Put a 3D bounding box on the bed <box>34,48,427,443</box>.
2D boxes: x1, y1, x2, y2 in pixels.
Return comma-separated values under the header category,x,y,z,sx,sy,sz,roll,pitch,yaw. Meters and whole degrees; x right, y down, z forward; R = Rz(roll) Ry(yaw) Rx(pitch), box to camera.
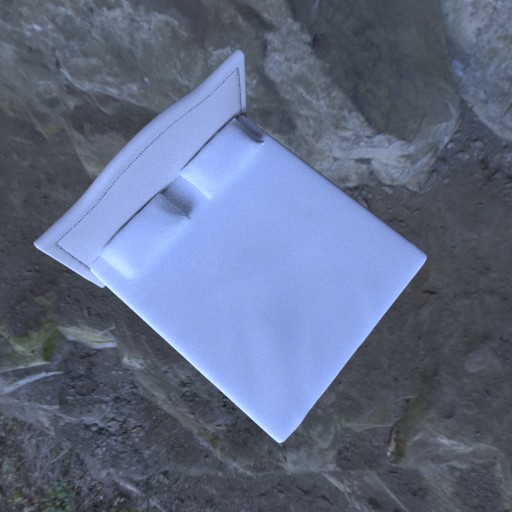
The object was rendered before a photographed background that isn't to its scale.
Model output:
category,x,y,z,sx,sy,sz,roll,pitch,yaw
bed,0.000,0.000,3.557,2.182,1.421,2.083,40,78,10
